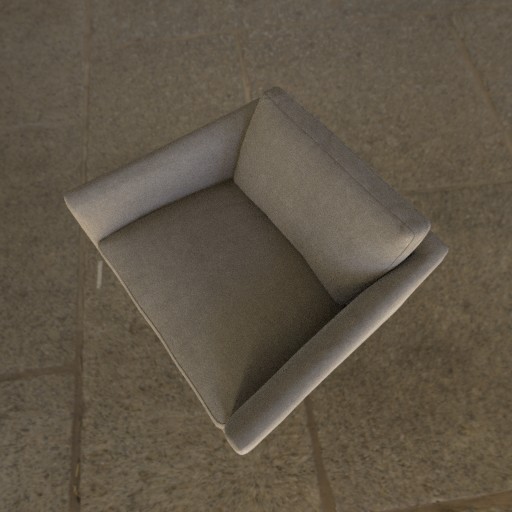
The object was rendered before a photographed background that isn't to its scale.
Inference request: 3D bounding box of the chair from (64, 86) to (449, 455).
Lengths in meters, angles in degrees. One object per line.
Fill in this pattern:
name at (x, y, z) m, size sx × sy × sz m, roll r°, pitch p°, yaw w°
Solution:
chair at (0.000, 0.000, 1.913) m, size 1.091 × 0.845 × 1.190 m, roll -35°, pitch 69°, yaw -15°
